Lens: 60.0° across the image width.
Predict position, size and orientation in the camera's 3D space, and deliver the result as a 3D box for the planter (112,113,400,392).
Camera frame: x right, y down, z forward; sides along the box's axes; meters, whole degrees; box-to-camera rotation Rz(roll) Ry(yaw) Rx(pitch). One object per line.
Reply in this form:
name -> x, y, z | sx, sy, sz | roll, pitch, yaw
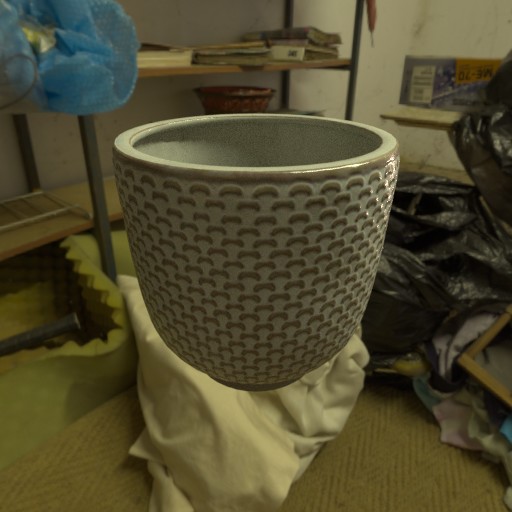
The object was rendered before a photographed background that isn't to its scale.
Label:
planter -> 0.000, 0.000, 0.353 | 0.197, 0.191, 0.197 | 0, 26, 0
